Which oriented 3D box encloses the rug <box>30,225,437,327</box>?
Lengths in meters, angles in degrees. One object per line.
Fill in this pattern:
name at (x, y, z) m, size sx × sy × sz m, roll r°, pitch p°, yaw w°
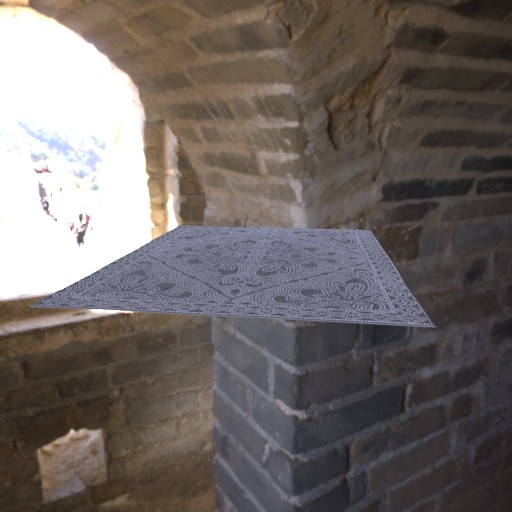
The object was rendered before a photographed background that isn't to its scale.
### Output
rug at (0.000, 0.000, 4.043) m, size 2.438 × 0.012 × 3.048 m, roll 2°, pitch 14°, yaw 8°
